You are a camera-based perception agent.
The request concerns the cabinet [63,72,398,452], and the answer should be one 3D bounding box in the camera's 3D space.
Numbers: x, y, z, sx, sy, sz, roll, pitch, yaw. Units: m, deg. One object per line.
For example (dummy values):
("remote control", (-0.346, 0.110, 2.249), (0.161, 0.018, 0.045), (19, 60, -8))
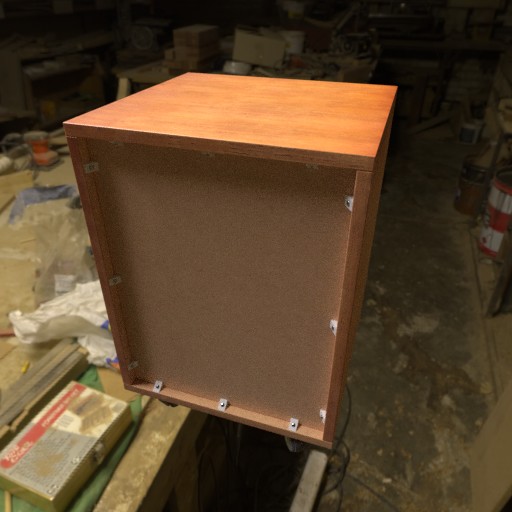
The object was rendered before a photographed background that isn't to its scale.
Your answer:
("cabinet", (0.000, 0.000, 0.850), (0.409, 0.579, 0.401), (10, 34, 16))
